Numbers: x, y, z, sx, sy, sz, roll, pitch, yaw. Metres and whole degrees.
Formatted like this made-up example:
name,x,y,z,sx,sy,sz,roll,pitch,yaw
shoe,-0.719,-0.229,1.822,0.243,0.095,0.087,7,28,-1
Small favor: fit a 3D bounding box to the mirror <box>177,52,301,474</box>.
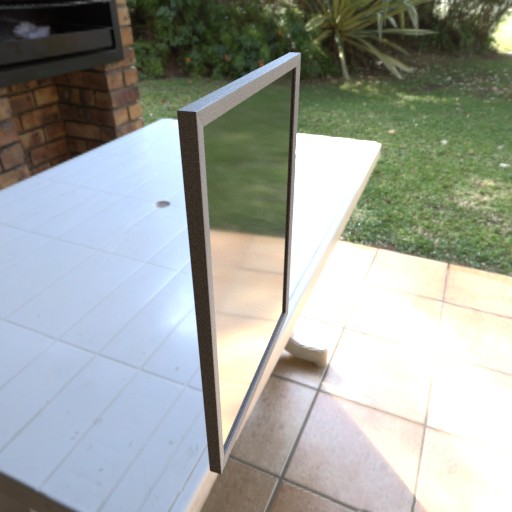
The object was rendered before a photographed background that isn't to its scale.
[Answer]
name,x,y,z,sx,sy,sz,roll,pitch,yaw
mirror,0.000,0.000,1.315,0.040,1.016,0.762,10,33,15
